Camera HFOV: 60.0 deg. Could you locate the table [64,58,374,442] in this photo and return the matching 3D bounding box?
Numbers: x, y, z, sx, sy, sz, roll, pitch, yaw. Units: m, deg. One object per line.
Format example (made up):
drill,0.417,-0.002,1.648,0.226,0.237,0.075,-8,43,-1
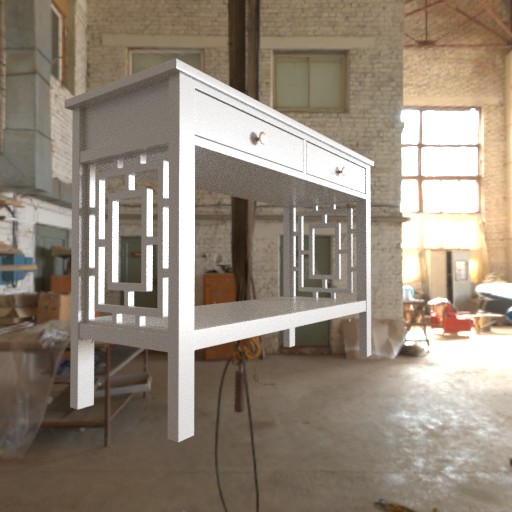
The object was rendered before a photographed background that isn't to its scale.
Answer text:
table,0.000,0.000,1.402,0.397,0.753,1.068,-1,-1,35
